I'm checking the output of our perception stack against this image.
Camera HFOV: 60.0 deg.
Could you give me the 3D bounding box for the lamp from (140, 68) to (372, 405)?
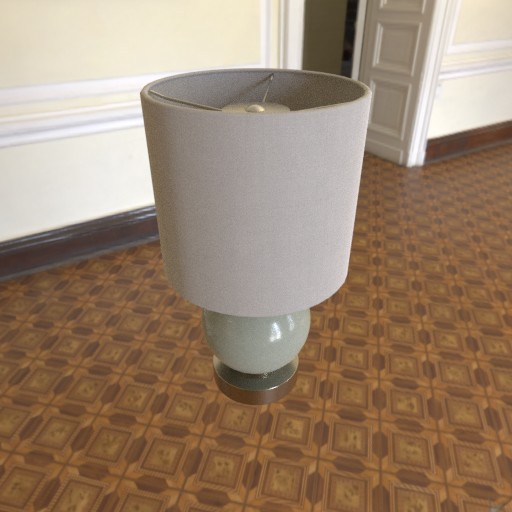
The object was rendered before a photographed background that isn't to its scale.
[{"bbox_3d":[0.000,0.000,0.484,0.201,0.353,0.201,-10,33,-16],"label":"lamp"}]
